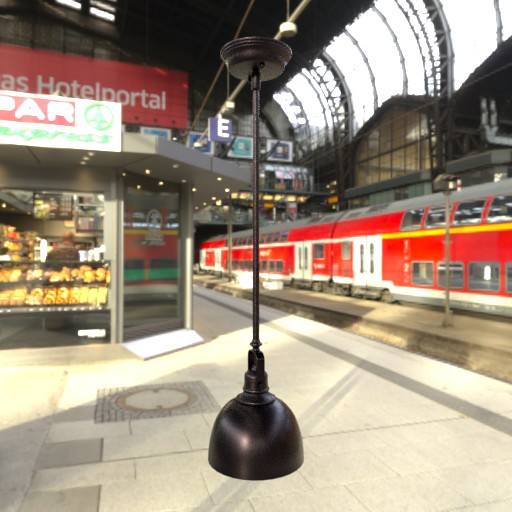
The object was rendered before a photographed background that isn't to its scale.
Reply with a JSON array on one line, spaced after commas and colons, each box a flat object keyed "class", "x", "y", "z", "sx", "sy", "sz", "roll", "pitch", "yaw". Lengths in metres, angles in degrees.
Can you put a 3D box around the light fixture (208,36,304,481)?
[{"class": "light fixture", "x": 0.000, "y": 0.000, "z": 0.844, "sx": 0.182, "sy": 0.768, "sz": 0.182, "roll": 0, "pitch": 0, "yaw": -19}]
